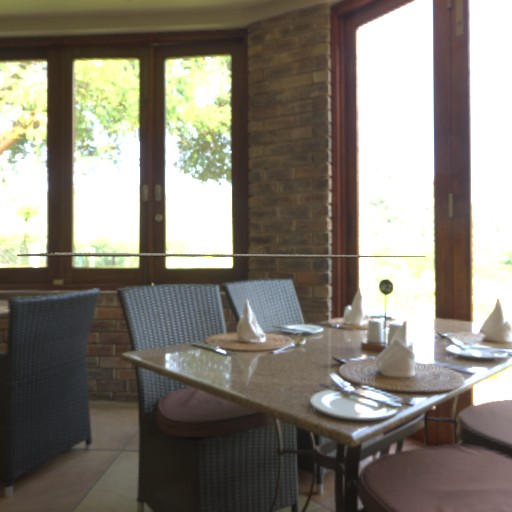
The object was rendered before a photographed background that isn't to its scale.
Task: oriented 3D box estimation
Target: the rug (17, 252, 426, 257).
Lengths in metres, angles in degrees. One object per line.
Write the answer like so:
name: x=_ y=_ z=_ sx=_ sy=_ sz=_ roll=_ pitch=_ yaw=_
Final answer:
rug: x=0.000 y=0.000 z=2.656 sx=2.435 sy=0.009 sz=0.750 roll=0 pitch=-1 yaw=-38
